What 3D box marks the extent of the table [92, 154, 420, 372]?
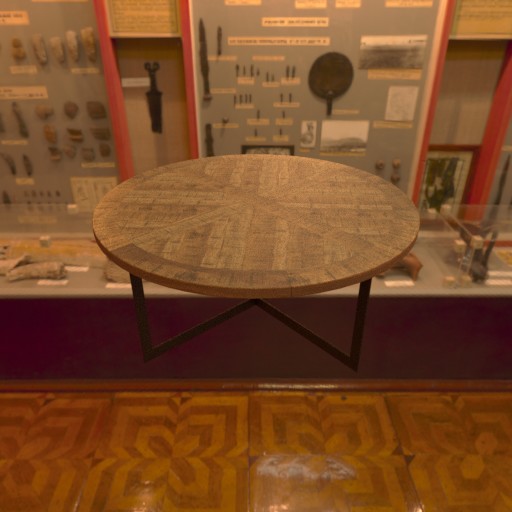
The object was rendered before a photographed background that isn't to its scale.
[{"bbox_3d":[0.000,0.000,1.920,1.264,0.516,1.264,0,30,0],"label":"table"}]
